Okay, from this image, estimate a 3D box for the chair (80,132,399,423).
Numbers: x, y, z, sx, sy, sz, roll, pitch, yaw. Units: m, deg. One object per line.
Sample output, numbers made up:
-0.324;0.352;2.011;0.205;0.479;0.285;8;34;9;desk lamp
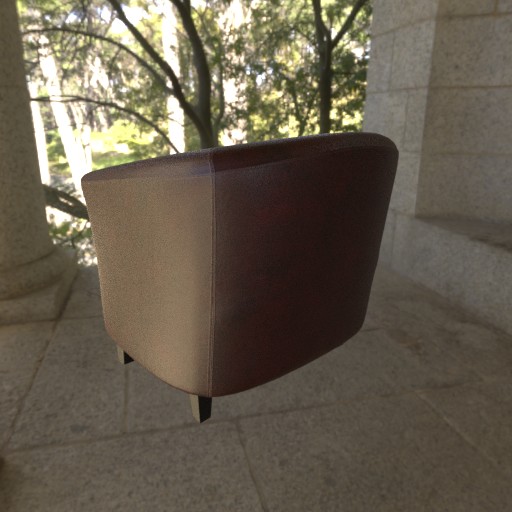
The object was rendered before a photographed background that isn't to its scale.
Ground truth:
0.000;0.000;1.386;0.792;0.756;0.727;-15;22;-41;chair
